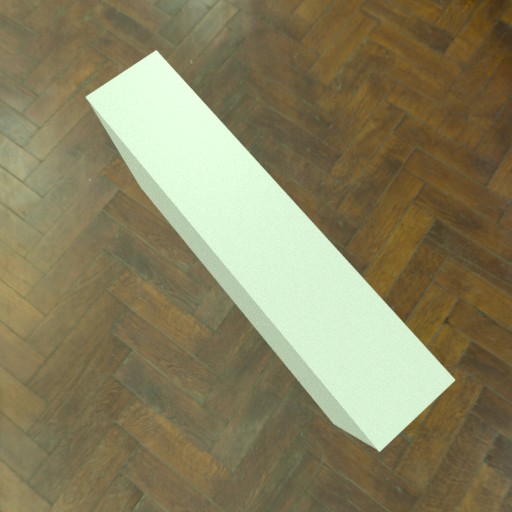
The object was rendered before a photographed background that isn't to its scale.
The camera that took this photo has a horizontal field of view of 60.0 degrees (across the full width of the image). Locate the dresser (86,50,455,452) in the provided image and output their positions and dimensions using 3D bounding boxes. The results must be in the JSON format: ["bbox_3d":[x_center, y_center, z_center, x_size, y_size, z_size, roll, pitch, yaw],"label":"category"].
[{"bbox_3d":[0.000,0.000,1.853,0.333,0.790,1.535,-38,78,-10],"label":"dresser"}]
